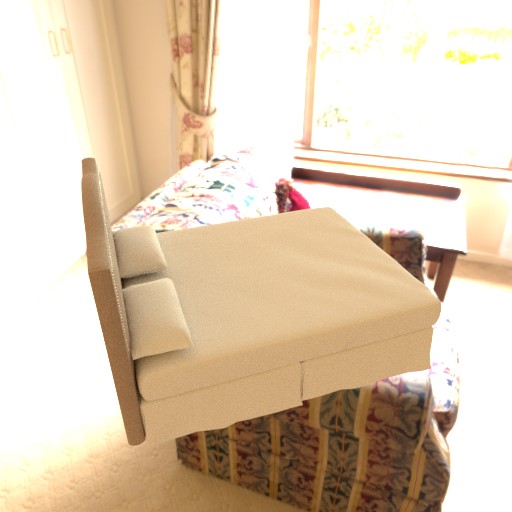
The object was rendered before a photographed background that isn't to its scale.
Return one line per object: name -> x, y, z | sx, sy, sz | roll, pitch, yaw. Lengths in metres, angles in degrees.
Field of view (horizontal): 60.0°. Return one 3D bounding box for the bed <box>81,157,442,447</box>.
bed -> 0.000, 0.000, 3.419 | 2.282, 1.436, 1.821 | -11, 33, -17
